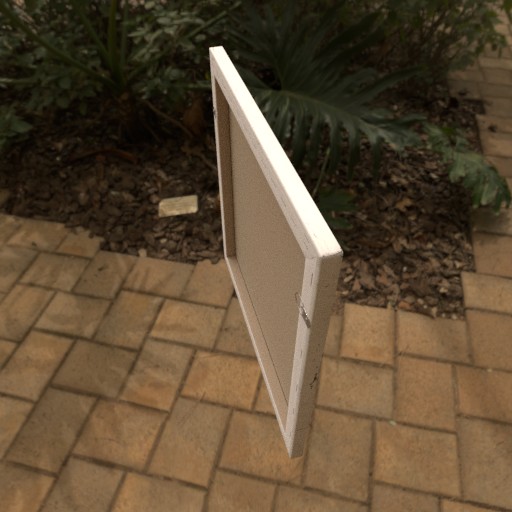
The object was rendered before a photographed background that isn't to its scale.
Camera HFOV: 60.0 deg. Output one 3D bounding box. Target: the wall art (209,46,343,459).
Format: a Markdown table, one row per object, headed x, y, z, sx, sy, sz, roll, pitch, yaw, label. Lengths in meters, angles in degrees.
| x | y | z | sx | sy | sz | roll | pitch | yaw | label |
| --- | --- | --- | --- | --- | --- | --- | --- | --- | --- |
| 0.000 | 0.000 | 1.134 | 0.038 | 0.762 | 0.762 | -12 | 47 | -11 | wall art |
